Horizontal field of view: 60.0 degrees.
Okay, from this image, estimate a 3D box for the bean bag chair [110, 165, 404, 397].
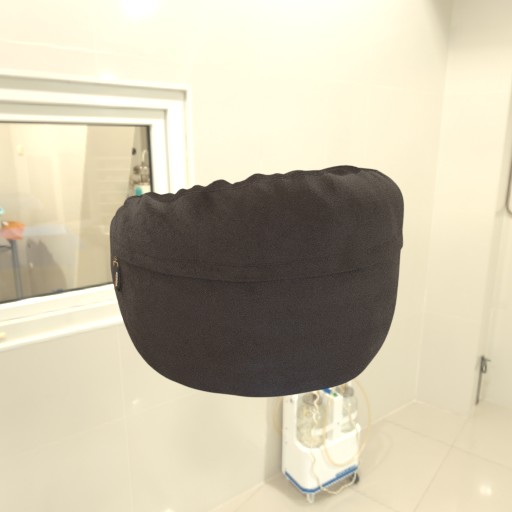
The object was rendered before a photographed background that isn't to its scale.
[{"bbox_3d":[0.000,0.000,1.982,1.245,0.821,1.245,0,14,0],"label":"bean bag chair"}]
